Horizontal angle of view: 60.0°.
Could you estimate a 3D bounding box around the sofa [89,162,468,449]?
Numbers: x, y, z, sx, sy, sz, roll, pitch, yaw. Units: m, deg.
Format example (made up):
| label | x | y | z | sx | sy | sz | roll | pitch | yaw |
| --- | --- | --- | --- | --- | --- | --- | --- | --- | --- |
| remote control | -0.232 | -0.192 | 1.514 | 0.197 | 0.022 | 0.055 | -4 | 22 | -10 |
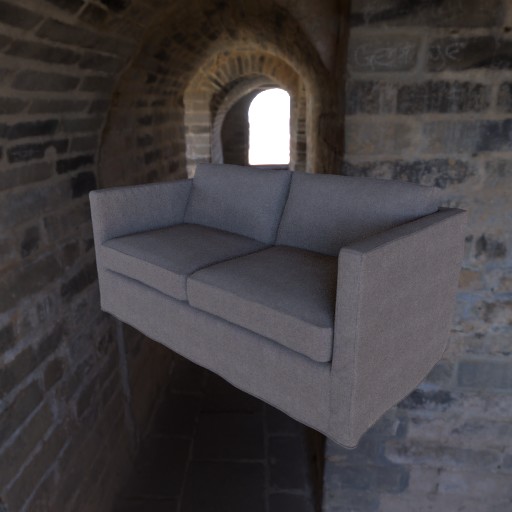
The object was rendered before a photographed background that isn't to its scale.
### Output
| label | x | y | z | sx | sy | sz | roll | pitch | yaw |
| --- | --- | --- | --- | --- | --- | --- | --- | --- | --- |
| sofa | 0.000 | 0.000 | 2.345 | 1.802 | 0.854 | 0.974 | 16 | 23 | 41 |
